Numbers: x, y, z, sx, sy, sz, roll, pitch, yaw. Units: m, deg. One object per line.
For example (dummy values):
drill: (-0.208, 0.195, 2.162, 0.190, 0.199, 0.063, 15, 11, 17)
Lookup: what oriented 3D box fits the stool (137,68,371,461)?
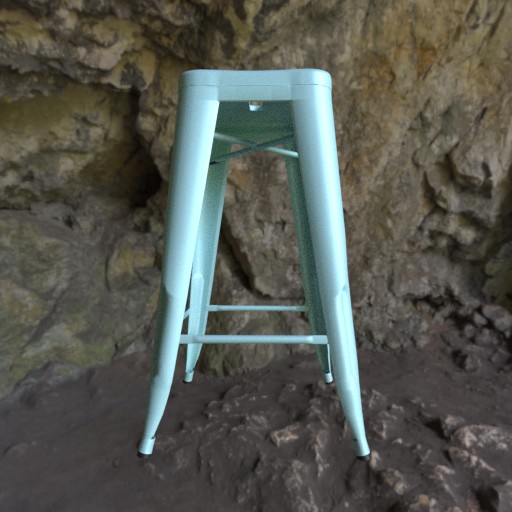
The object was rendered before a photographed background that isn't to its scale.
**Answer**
stool: (0.000, 0.000, 0.858, 0.359, 0.609, 0.399, 0, 1, 1)
